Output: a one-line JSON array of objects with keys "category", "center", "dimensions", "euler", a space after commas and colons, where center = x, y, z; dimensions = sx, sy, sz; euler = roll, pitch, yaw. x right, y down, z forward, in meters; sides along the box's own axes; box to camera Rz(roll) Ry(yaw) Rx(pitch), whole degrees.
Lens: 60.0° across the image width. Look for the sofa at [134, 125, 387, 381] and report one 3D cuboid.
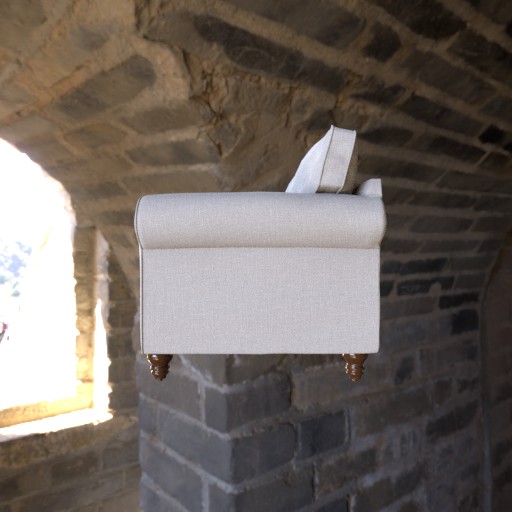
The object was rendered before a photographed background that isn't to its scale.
[{"category": "sofa", "center": [0.000, 0.000, 2.590], "dimensions": [0.916, 0.961, 2.084], "euler": [0, 0, 0]}]
